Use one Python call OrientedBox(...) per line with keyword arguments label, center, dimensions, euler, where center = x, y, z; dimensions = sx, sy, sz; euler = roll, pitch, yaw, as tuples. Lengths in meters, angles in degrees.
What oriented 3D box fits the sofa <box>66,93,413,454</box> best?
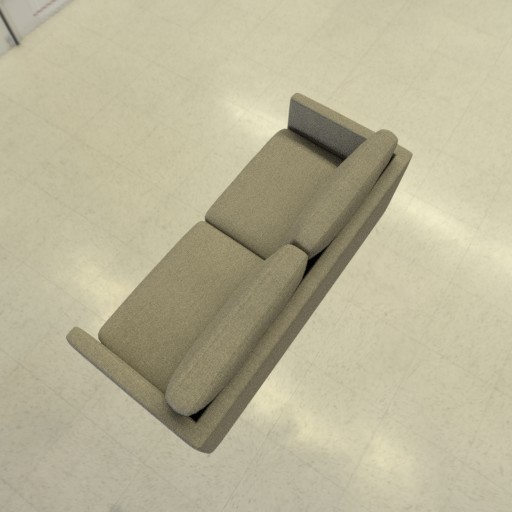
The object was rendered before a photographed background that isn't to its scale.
OrientedBox(label="sofa", center=(0.000, 0.000, 2.835), dimensions=(0.956, 0.960, 2.208), euler=(34, 69, 15))
